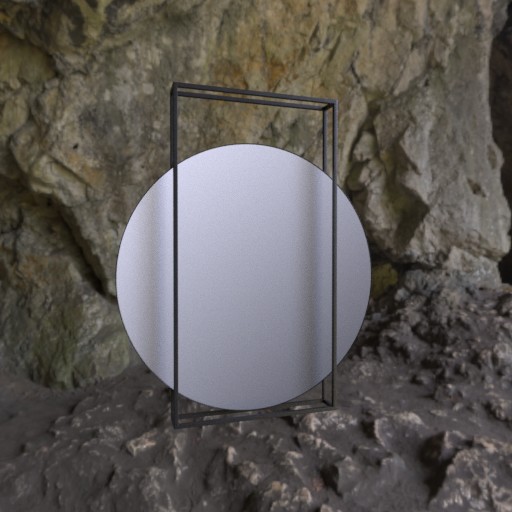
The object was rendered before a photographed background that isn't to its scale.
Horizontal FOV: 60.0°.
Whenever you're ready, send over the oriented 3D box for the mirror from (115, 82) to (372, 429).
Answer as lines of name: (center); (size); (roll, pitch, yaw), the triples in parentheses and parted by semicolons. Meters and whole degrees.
mirror: (0.000, 0.000, 0.839); (0.508, 0.603, 0.051); (0, 1, -17)
